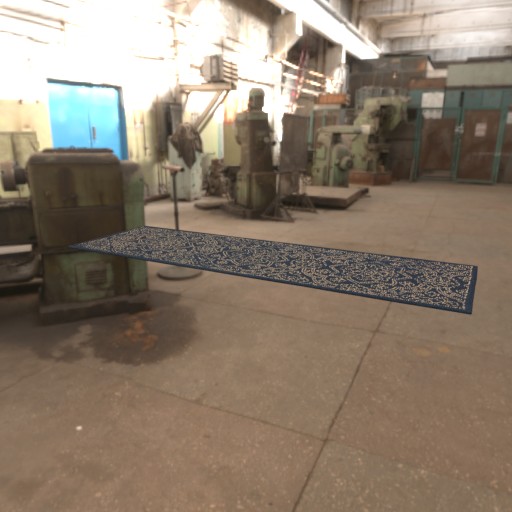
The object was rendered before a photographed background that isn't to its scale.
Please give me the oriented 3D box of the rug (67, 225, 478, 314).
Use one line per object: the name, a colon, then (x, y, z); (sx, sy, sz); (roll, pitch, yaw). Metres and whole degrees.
rug: (0.000, 0.000, 2.734); (2.448, 0.012, 0.769); (8, 18, 26)
